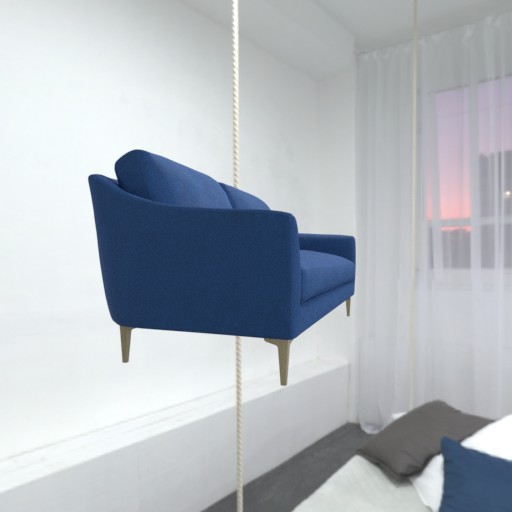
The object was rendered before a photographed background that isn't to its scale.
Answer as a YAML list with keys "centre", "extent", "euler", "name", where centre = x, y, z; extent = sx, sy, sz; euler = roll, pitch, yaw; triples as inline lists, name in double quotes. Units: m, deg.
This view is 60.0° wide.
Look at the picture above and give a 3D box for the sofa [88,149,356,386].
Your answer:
- centre: [0.000, 0.000, 2.573]
  extent: [0.960, 0.903, 2.036]
  euler: [0, 0, 18]
  name: "sofa"
